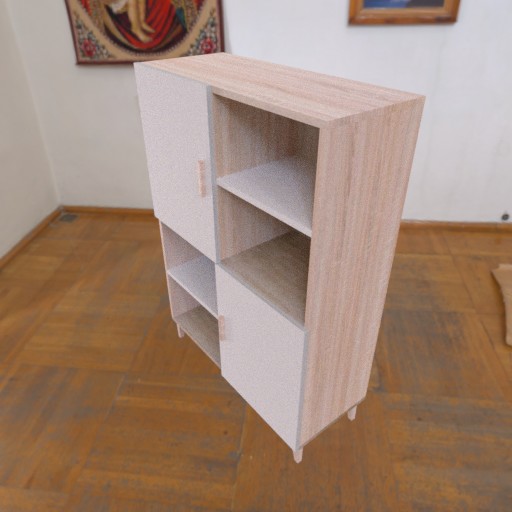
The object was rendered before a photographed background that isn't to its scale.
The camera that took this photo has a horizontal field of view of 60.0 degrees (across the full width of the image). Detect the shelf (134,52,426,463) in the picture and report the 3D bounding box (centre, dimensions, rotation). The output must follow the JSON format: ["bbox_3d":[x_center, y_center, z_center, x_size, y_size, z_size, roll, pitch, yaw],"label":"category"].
[{"bbox_3d":[0.000,0.000,1.841,0.434,1.405,0.995,-23,40,-32],"label":"shelf"}]
